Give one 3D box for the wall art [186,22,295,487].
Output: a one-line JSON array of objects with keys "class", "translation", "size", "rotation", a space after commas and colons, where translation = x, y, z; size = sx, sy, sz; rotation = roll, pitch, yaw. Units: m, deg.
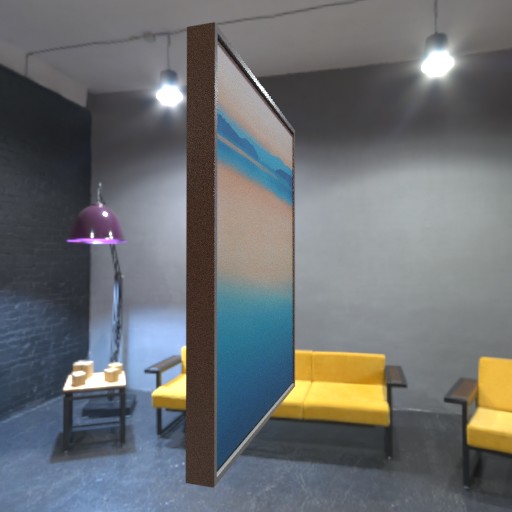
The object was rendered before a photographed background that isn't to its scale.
[{"class": "wall art", "translation": [0.000, 0.000, 0.749], "size": [0.037, 0.554, 0.453], "rotation": [0, -1, 17]}]
